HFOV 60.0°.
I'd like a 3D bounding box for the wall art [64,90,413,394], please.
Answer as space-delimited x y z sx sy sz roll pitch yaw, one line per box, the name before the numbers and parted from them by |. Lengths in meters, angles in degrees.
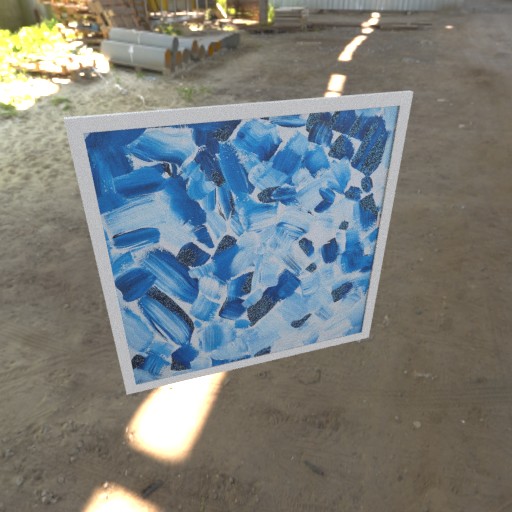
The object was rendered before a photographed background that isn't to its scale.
wall art | 0.000 0.000 1.213 0.812 0.812 0.015 -10 34 -15
